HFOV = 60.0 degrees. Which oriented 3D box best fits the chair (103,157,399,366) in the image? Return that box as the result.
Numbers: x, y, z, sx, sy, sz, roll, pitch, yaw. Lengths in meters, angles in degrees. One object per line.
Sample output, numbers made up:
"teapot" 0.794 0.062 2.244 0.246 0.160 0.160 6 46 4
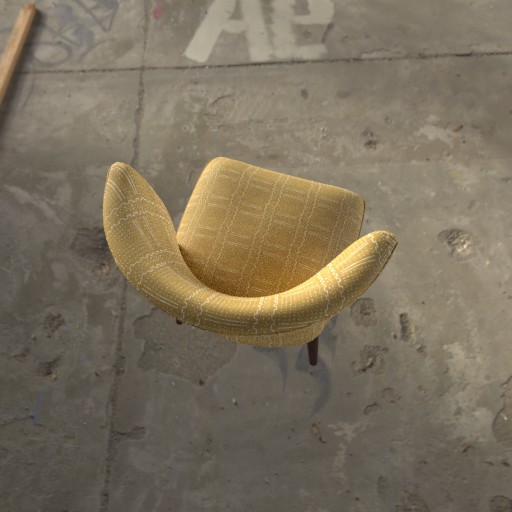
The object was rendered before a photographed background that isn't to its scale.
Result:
"chair" 0.000 0.000 1.415 0.706 0.866 0.758 16 65 7
